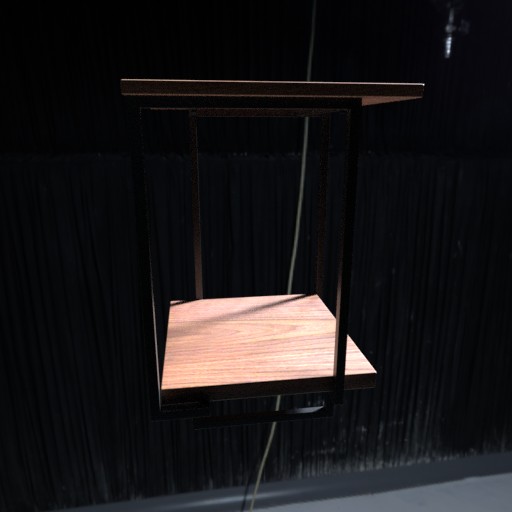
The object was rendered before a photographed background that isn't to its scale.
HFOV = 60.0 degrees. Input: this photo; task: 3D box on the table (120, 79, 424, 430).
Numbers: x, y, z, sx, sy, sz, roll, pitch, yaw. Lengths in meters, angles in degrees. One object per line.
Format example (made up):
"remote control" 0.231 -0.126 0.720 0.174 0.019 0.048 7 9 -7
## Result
"table" 0.000 0.000 0.824 0.384 0.567 0.411 -2 16 -8
